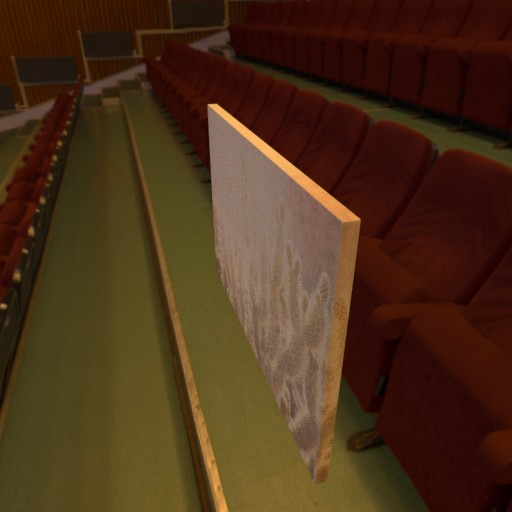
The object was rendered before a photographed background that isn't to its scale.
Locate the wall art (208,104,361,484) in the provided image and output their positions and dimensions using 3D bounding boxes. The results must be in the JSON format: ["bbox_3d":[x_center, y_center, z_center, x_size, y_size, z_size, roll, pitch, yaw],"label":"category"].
[{"bbox_3d":[0.000,0.000,1.455,0.041,0.758,1.142,-9,31,-15],"label":"wall art"}]
